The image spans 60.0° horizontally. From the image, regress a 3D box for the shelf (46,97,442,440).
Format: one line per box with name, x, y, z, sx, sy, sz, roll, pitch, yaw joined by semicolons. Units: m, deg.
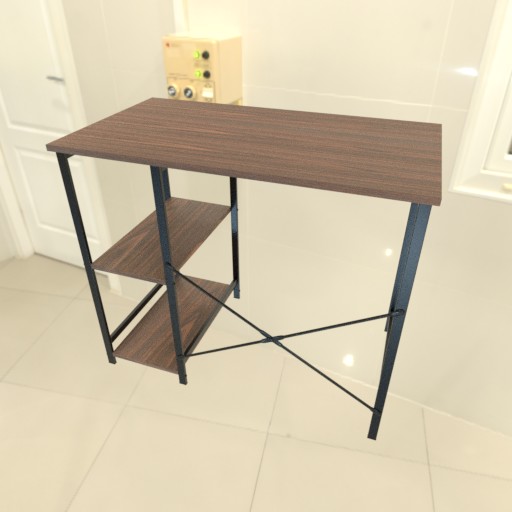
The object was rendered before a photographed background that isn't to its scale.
shelf;0.000;0.000;1.343;0.902;0.750;0.498;11;34;16
